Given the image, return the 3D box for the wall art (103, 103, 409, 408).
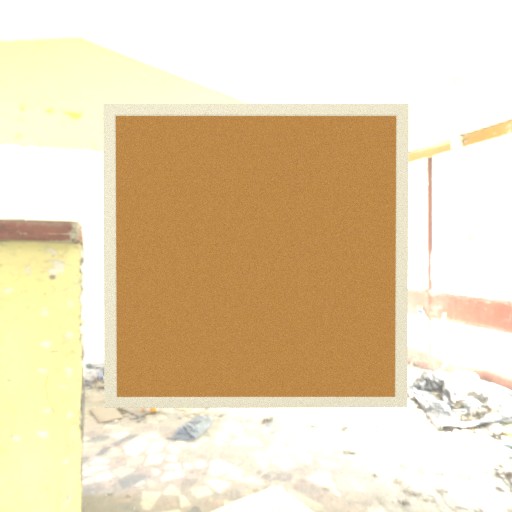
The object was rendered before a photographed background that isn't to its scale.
[{"bbox_3d":[0.000,0.000,0.462,0.305,0.305,0.037,0,1,0],"label":"wall art"}]
